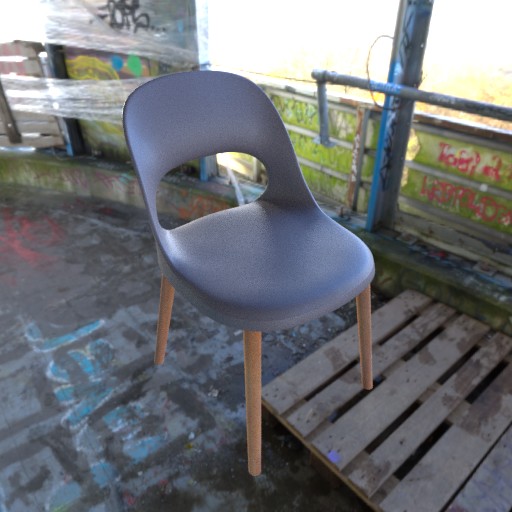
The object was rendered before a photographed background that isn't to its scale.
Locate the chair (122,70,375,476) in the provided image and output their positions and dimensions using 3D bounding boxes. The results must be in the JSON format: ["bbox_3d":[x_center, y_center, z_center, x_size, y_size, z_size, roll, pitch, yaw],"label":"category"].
[{"bbox_3d":[0.000,0.000,1.113,0.470,0.795,0.556,-23,39,-32],"label":"chair"}]
